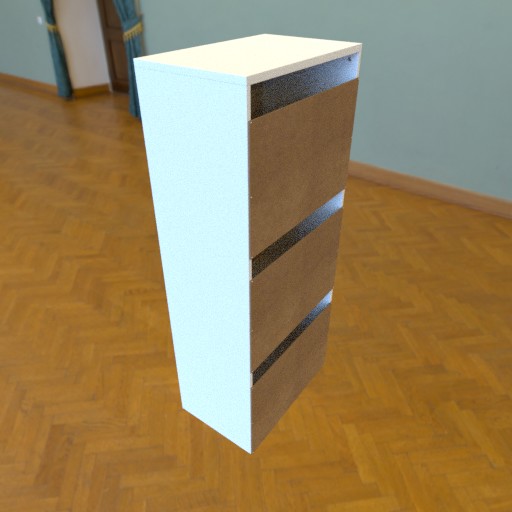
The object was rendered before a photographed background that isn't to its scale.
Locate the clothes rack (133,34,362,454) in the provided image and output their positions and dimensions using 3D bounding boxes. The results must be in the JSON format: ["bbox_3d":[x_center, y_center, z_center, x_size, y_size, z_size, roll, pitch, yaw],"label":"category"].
[{"bbox_3d":[0.000,0.000,1.393,0.331,1.187,0.500,22,39,29],"label":"clothes rack"}]
